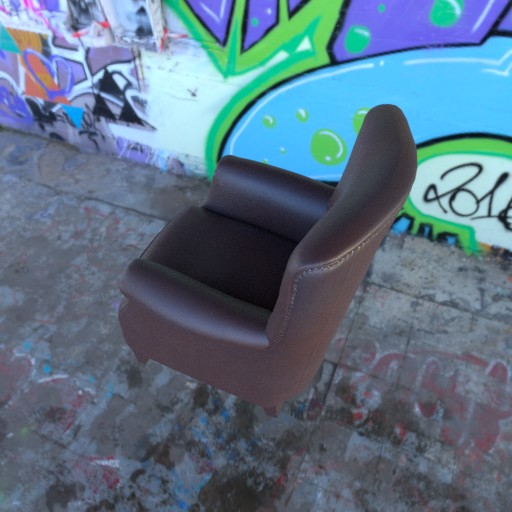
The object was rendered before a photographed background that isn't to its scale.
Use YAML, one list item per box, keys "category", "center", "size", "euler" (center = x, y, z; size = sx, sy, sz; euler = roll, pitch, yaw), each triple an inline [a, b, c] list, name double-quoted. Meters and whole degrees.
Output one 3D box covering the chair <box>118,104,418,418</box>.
- category: "chair"
  center: [0.000, 0.000, 1.325]
  size: [0.746, 0.800, 0.700]
  euler: [17, 47, 16]
